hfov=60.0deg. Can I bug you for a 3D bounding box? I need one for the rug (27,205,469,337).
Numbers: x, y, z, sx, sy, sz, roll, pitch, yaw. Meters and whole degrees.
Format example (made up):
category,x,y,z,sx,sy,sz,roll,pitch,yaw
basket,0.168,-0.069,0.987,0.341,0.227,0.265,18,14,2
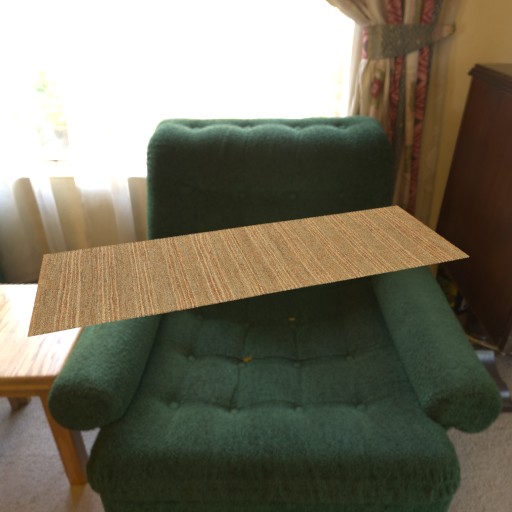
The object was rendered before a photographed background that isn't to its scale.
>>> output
category,x,y,z,sx,sy,sz,roll,pitch,yaw
rug,0.000,0.000,2.663,2.438,0.006,0.783,-9,32,-15
